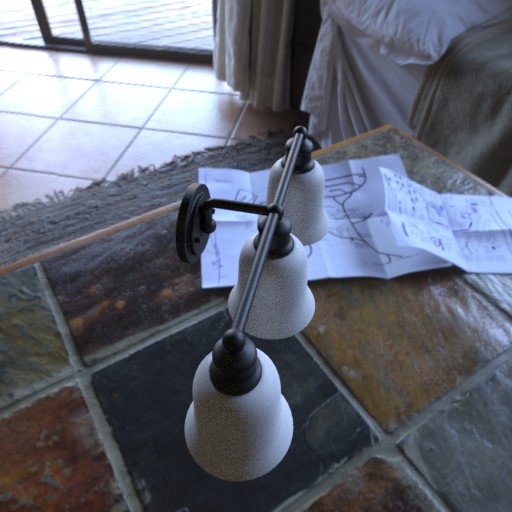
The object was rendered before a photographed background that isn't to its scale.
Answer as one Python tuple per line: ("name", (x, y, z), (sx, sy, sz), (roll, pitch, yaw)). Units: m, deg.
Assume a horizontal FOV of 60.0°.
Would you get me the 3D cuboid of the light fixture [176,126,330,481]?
("light fixture", (0.000, 0.000, 0.670), (0.198, 0.211, 0.570), (9, 46, 9))
